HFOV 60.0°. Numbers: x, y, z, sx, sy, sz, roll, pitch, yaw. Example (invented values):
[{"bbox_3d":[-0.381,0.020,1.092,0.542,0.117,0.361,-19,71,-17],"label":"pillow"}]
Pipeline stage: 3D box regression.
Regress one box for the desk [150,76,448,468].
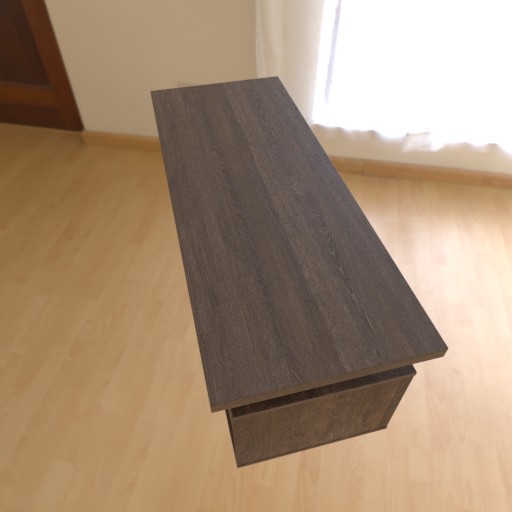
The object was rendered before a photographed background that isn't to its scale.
[{"bbox_3d":[0.000,0.000,1.830,0.600,0.760,1.524,-11,48,-10],"label":"desk"}]
